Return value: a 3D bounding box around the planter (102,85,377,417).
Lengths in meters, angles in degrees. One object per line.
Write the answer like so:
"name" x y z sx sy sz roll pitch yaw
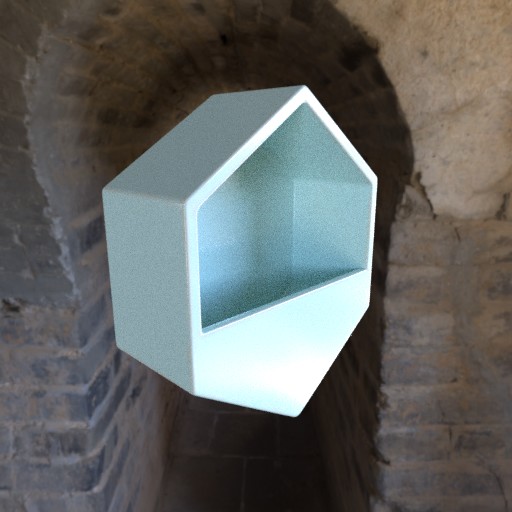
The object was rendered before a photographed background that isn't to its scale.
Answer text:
"planter" 0.000 0.000 0.293 0.078 0.207 0.169 14 21 42
